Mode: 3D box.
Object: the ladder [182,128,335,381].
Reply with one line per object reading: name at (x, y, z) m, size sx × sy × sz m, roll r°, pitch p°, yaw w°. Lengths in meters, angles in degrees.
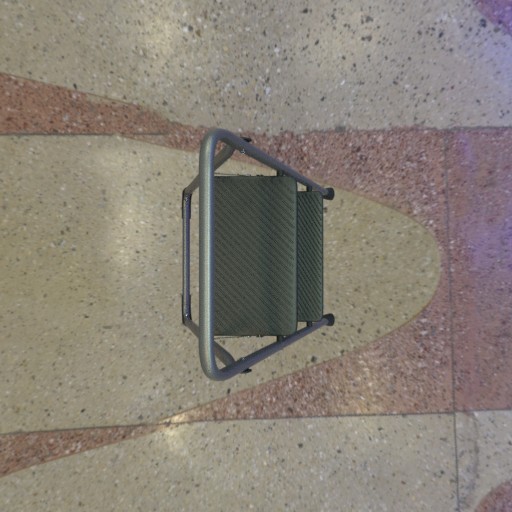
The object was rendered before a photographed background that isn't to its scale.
ladder at (0.000, 0.000, 1.017) m, size 0.472 × 0.720 × 0.430 m, roll 0°, pitch 90°, yaw 1°
